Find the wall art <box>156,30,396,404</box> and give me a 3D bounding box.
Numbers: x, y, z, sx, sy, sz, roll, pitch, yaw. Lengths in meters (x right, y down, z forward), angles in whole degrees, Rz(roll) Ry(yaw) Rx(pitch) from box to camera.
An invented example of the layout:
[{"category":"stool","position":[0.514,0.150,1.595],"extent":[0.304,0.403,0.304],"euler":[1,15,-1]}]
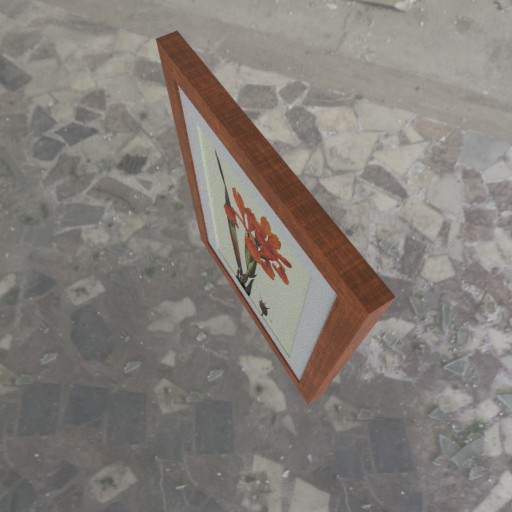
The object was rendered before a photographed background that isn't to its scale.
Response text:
[{"category":"wall art","position":[0.000,0.000,0.774],"extent":[0.033,0.567,0.467],"euler":[-29,67,-14]}]
